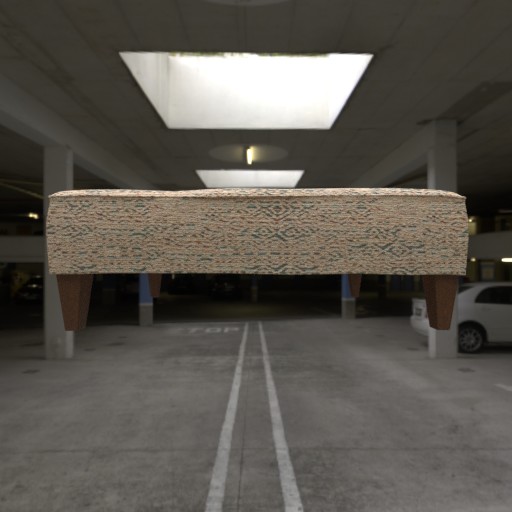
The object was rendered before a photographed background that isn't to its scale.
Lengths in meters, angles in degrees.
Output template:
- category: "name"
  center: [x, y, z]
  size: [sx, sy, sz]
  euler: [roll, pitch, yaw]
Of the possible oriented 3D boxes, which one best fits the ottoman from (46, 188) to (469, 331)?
- category: "ottoman"
  center: [0.000, 0.000, 1.503]
  size: [0.968, 0.356, 1.004]
  euler: [0, 0, -1]
